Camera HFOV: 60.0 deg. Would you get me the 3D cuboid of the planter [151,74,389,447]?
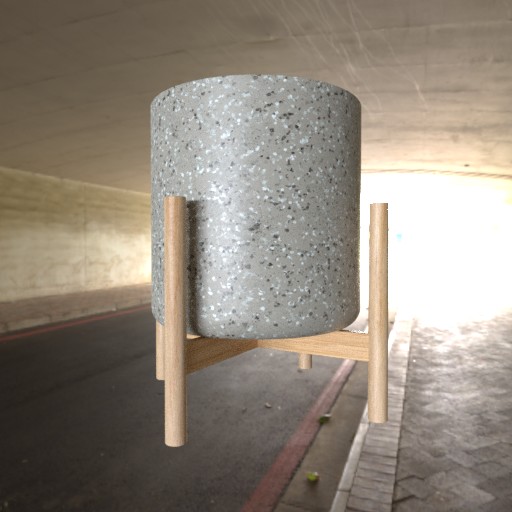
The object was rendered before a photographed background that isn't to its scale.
[{"bbox_3d":[0.000,0.000,0.659,0.360,0.419,0.360,-1,1,-37],"label":"planter"}]
